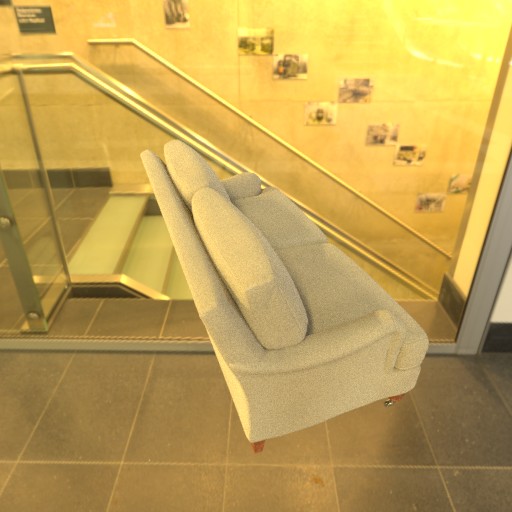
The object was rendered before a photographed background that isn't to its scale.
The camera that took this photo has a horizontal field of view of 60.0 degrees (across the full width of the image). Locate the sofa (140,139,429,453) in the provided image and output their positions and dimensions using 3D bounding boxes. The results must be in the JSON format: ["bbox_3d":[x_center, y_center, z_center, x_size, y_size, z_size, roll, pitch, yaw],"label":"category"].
[{"bbox_3d":[0.000,0.000,2.729,1.091,0.997,2.070,-10,32,-16],"label":"sofa"}]
